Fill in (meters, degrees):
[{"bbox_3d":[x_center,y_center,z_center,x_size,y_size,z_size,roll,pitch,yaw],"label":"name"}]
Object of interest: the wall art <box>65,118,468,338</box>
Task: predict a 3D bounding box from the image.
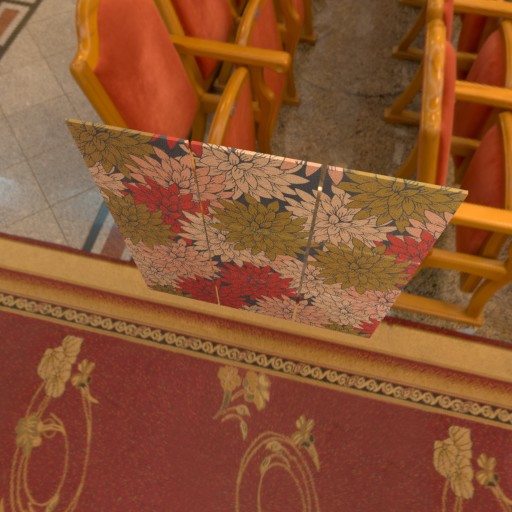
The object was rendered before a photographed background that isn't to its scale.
[{"bbox_3d":[0.000,0.000,1.825,1.206,1.218,0.013,12,61,7],"label":"wall art"}]
